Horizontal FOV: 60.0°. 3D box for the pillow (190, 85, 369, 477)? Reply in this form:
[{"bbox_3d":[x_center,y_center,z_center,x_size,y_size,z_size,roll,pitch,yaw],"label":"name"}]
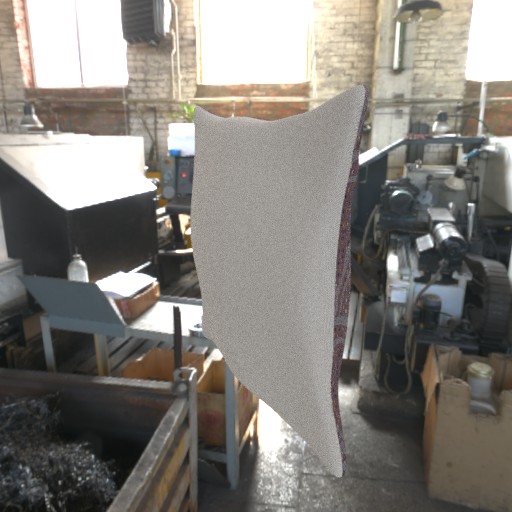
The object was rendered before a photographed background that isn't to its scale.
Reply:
[{"bbox_3d":[0.000,0.000,0.762,0.163,0.513,0.514,-8,17,-27],"label":"pillow"}]
